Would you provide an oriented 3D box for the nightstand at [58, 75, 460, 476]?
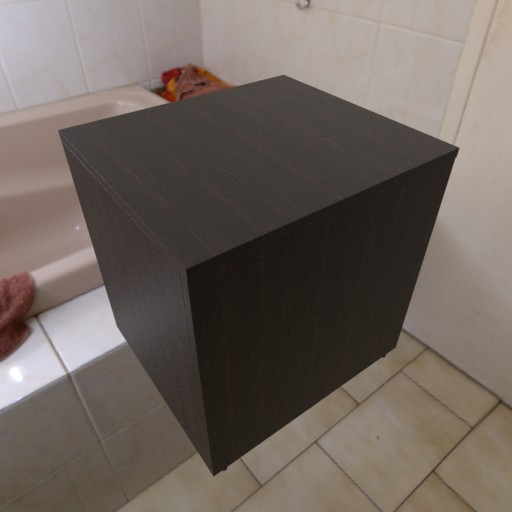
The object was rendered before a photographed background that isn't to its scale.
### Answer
[{"bbox_3d":[0.000,0.000,0.807,0.461,0.460,0.400,-25,46,-27],"label":"nightstand"}]
